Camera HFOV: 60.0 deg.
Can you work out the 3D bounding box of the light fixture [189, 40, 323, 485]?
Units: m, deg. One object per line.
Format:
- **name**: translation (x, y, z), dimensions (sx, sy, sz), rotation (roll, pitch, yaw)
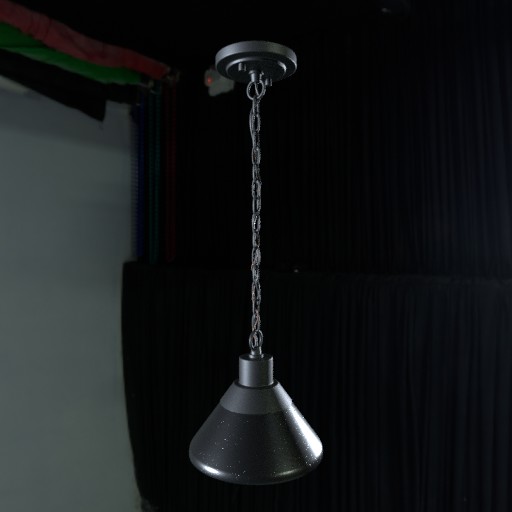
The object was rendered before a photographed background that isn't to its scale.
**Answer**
- **light fixture**: translation (0.000, 0.000, 0.668), dimensions (0.201, 0.588, 0.201), rotation (1, 1, 34)
